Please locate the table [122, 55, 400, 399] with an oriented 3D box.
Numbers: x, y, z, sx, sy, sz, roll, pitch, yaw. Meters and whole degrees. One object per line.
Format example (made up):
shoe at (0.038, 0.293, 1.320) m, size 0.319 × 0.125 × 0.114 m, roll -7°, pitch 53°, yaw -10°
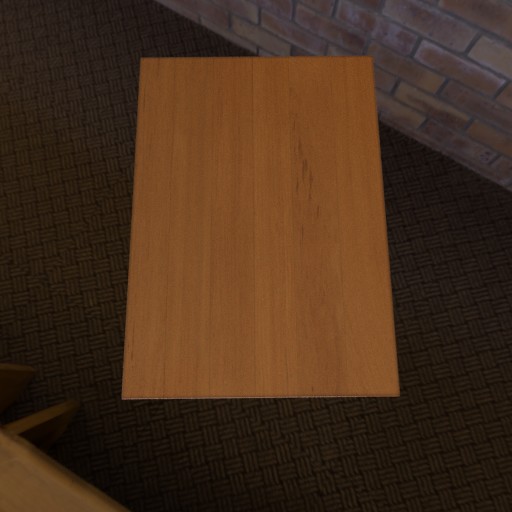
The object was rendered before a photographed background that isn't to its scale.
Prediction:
table at (0.000, 0.000, 0.980) m, size 0.400 × 0.605 × 0.550 m, roll -1°, pitch 77°, yaw 0°
